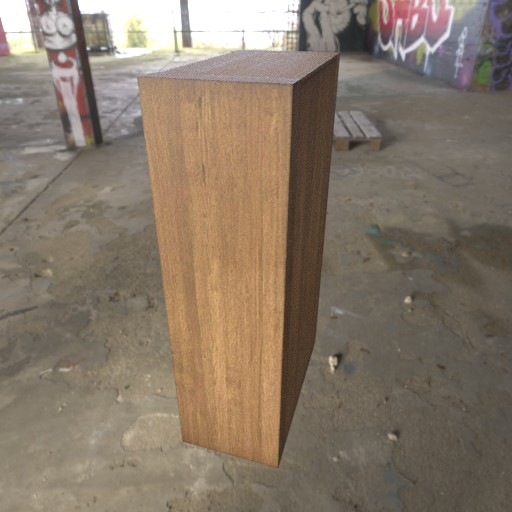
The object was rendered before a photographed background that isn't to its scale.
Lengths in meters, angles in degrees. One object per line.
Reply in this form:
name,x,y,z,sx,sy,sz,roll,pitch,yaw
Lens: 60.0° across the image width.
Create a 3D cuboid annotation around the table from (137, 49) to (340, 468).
table,0.000,0.000,2.482,0.600,2.000,1.100,9,31,15
